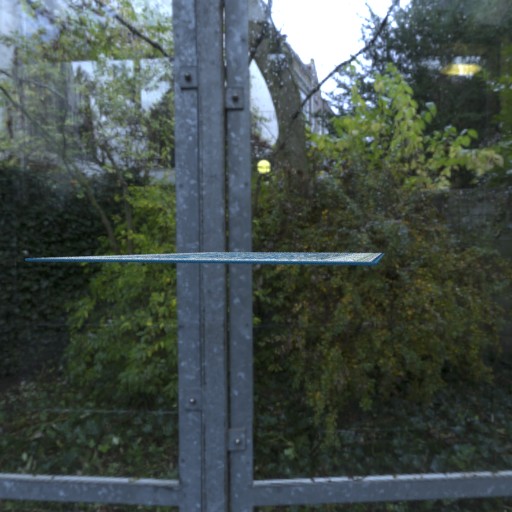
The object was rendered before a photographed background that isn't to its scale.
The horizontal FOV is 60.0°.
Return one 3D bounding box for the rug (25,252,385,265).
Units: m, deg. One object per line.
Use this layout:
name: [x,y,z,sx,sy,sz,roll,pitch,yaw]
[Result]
rug: [0.000,0.000,2.908,1.594,0.013,2.213,0,1,17]
